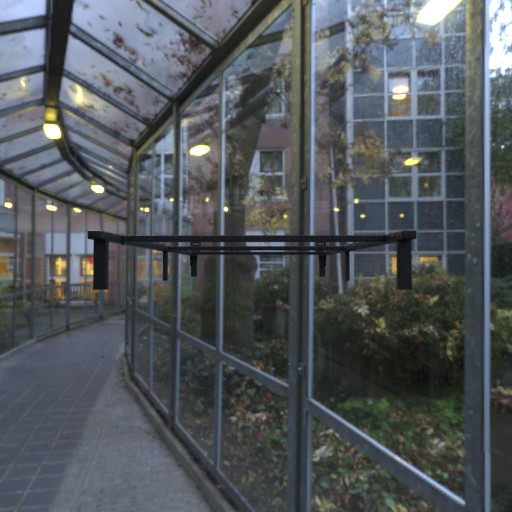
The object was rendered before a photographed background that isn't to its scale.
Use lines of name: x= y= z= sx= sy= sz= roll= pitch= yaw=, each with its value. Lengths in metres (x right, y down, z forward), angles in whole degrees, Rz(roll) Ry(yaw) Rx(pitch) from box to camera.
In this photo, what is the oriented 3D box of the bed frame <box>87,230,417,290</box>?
bed frame: x=0.000 y=0.000 z=2.231 sx=0.968 sy=0.248 sz=1.897 roll=0 pitch=-1 yaw=1
